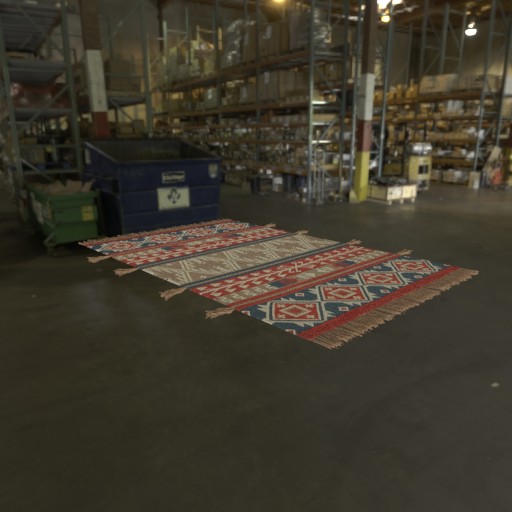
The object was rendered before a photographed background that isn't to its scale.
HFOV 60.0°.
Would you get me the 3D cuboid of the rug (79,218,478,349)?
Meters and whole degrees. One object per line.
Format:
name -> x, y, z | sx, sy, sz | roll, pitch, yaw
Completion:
rug -> 0.000, 0.000, 3.070 | 1.778, 0.048, 2.450 | -14, 21, -41
